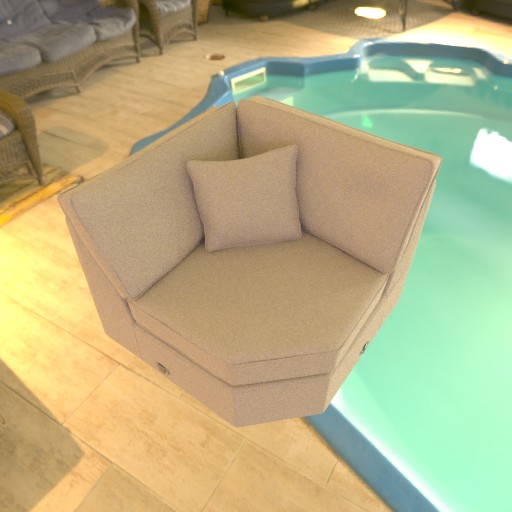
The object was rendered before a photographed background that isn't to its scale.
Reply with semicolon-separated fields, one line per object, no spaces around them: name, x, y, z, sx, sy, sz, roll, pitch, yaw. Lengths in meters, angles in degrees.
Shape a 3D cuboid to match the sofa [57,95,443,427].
sofa;0.000;0.000;1.863;1.042;0.937;1.050;27;49;27
